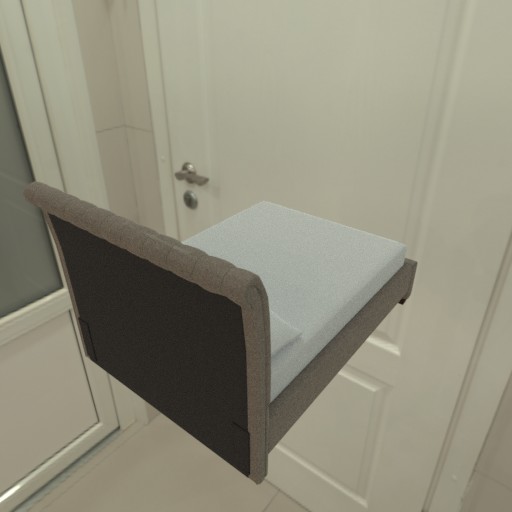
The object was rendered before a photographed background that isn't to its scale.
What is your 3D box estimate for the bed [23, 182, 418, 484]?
[{"bbox_3d":[0.000,0.000,3.184,1.645,1.371,2.252,22,37,32],"label":"bed"}]
